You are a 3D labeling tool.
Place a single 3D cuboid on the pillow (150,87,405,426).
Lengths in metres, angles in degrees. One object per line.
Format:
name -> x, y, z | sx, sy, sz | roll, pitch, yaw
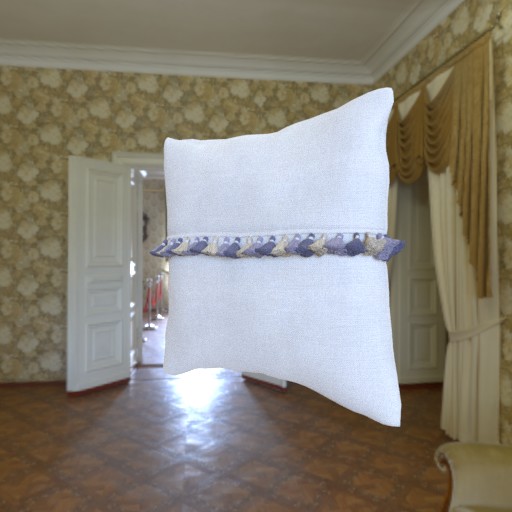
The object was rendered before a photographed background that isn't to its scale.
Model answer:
pillow -> 0.000, 0.000, 0.747 | 0.489, 0.481, 0.165 | 0, 0, 36
